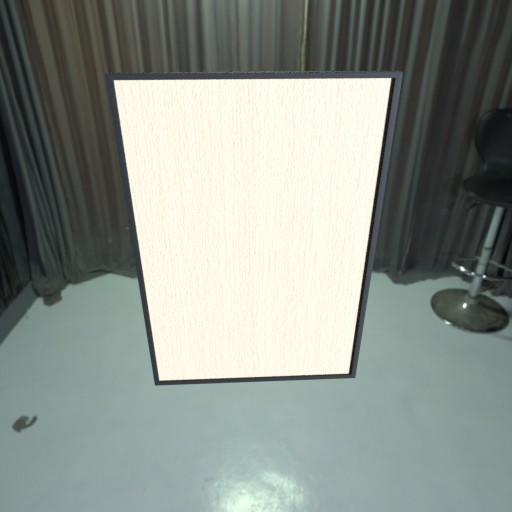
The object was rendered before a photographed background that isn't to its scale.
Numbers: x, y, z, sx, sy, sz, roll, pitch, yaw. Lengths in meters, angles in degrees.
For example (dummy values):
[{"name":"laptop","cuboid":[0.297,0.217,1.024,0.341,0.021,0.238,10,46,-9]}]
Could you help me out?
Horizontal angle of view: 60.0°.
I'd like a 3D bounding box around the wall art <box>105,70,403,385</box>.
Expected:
[{"name":"wall art","cuboid":[0.000,0.000,0.850,0.457,0.657,0.013,-1,30,-2]}]
